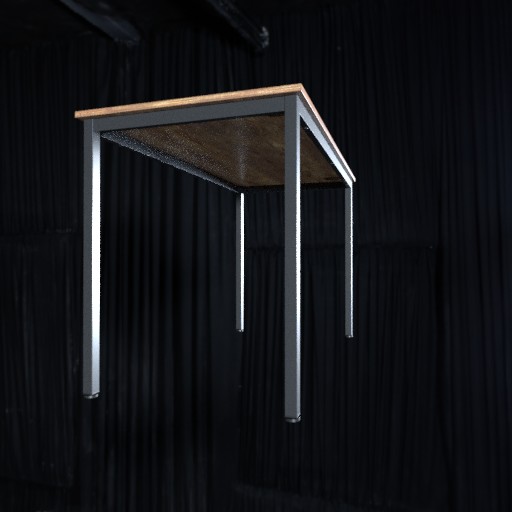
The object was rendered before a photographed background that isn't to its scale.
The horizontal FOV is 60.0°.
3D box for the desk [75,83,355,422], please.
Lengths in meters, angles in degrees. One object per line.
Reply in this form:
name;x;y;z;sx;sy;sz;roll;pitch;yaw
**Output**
desk;0.000;0.000;1.628;0.600;0.749;1.200;0;0;18
